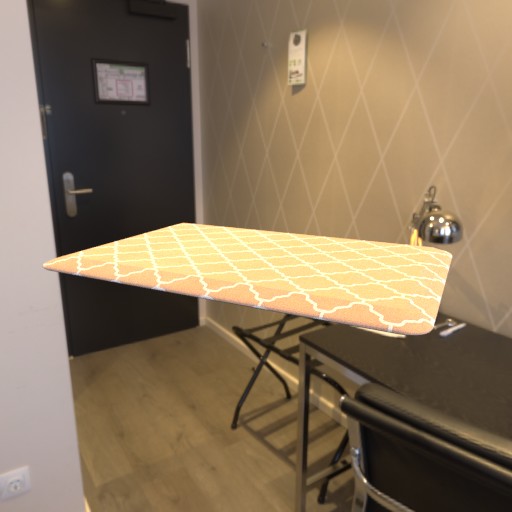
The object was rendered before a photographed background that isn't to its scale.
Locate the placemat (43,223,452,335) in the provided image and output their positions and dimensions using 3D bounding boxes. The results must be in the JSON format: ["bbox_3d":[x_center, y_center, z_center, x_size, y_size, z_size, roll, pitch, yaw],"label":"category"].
[{"bbox_3d":[0.000,0.000,0.962,0.762,0.021,0.508,7,16,25],"label":"placemat"}]
